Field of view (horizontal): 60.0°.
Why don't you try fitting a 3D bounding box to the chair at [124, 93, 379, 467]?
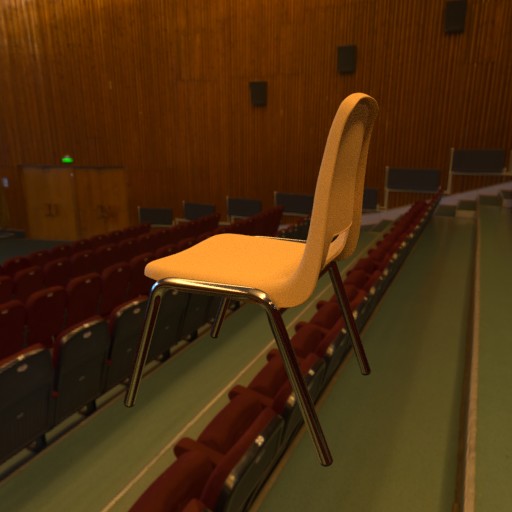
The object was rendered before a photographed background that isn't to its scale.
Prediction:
[{"bbox_3d":[0.000,0.000,0.865,0.423,0.586,0.354,8,18,24],"label":"chair"}]
